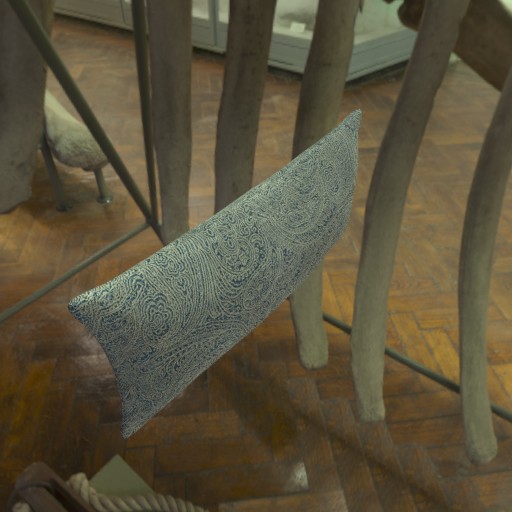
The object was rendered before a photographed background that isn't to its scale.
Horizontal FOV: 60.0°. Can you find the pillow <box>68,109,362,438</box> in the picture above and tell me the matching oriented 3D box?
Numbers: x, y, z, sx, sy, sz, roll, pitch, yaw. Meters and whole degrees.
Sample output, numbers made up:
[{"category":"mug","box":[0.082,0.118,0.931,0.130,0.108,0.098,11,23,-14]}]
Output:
[{"category":"pillow","box":[0.000,0.000,0.730,0.151,0.295,0.615,28,49,28]}]
